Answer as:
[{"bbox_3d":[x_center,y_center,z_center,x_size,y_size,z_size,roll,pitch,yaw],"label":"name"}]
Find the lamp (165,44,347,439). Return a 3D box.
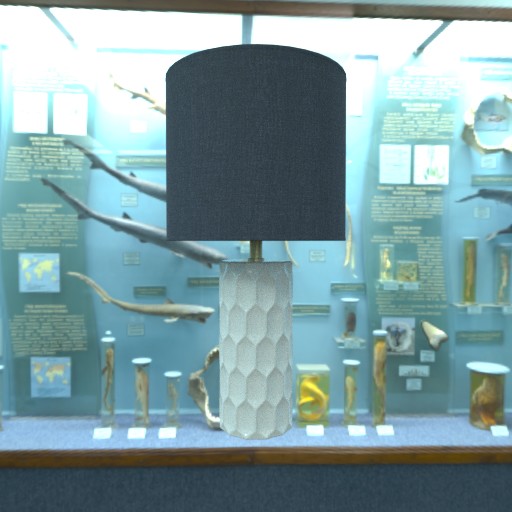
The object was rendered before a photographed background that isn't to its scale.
[{"bbox_3d":[0.000,0.000,0.697,0.277,0.537,0.277,0,2,0],"label":"lamp"}]
